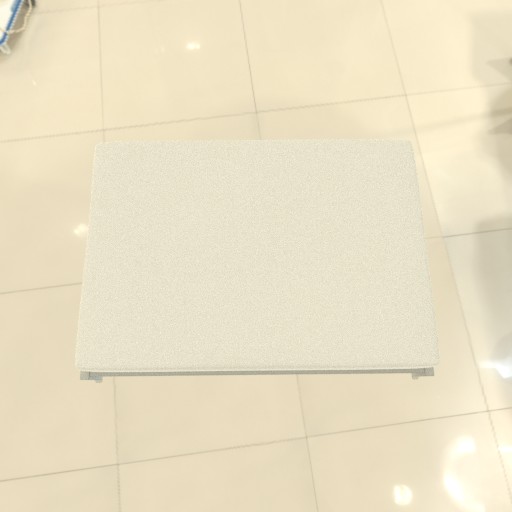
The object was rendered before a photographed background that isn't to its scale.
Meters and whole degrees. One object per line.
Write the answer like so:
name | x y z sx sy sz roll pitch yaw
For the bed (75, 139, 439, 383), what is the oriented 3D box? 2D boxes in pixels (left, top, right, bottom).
bed | 0.000 0.000 2.688 1.985 0.510 1.460 -1 74 0
